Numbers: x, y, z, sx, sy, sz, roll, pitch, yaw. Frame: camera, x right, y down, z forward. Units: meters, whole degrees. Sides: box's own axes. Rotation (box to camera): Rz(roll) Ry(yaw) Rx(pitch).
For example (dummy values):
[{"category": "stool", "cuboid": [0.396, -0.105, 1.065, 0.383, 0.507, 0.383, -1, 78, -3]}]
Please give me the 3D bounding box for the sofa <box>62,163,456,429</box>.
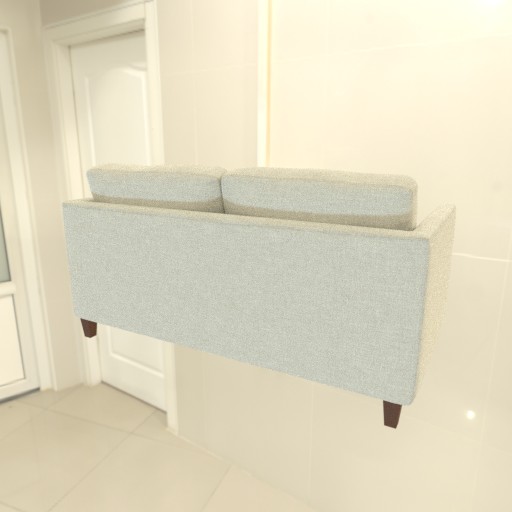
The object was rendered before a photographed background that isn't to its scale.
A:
[{"category": "sofa", "cuboid": [0.000, 0.000, 2.349, 1.838, 0.963, 0.950, 8, 17, 28]}]
